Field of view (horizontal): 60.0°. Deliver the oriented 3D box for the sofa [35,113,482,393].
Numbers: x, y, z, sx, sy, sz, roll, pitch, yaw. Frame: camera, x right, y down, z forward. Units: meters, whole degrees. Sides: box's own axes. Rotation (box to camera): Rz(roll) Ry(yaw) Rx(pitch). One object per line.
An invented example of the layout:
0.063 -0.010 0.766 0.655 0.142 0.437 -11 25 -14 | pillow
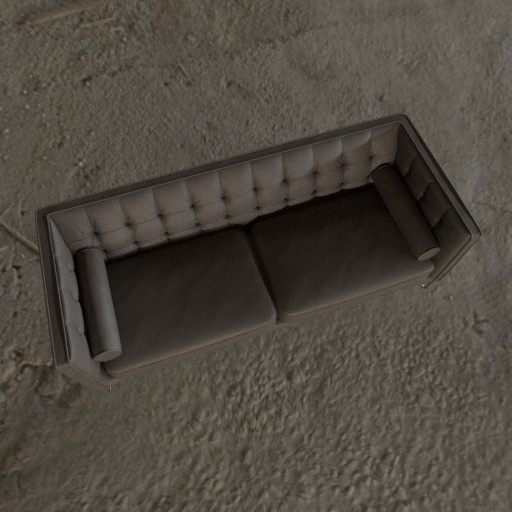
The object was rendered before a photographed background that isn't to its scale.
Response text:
0.000 0.000 2.514 2.087 0.789 0.867 -17 65 -8 | sofa
